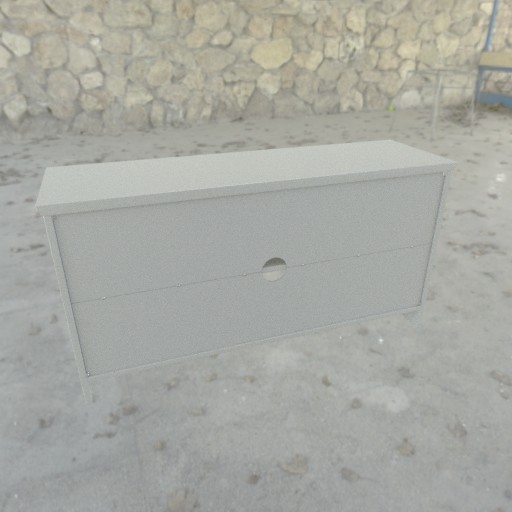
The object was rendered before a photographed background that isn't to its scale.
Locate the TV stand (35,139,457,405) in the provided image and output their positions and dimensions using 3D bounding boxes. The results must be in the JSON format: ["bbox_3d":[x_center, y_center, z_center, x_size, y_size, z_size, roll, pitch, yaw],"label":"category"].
[{"bbox_3d":[0.000,0.000,1.444,1.167,0.603,0.344,-9,28,-17],"label":"TV stand"}]
